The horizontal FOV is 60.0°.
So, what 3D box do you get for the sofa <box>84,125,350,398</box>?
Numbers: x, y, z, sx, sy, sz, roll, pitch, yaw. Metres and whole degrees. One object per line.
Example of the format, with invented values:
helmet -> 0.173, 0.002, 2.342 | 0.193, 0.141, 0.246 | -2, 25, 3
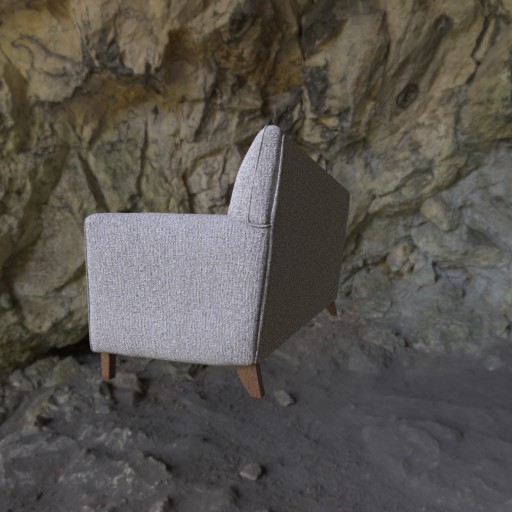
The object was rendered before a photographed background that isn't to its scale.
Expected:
sofa -> 0.000, 0.000, 2.544 | 0.854, 0.942, 2.026 | 1, 2, 18
